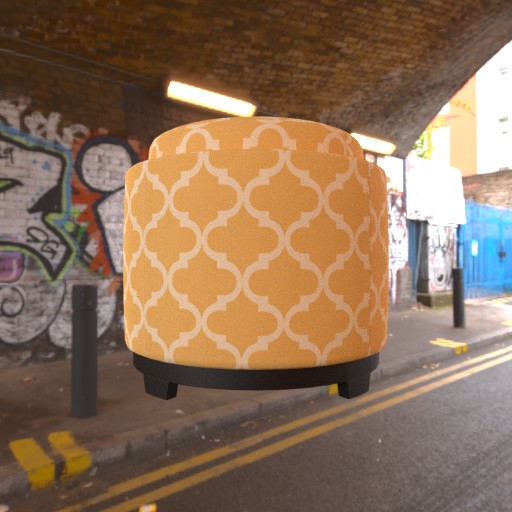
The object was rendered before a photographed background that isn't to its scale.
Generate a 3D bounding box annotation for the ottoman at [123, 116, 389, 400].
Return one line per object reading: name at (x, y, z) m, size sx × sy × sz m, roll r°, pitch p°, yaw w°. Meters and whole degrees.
ottoman at (0.000, 0.000, 0.836) m, size 0.480 × 0.429 × 0.480 m, roll 0°, pitch 0°, yaw 0°
